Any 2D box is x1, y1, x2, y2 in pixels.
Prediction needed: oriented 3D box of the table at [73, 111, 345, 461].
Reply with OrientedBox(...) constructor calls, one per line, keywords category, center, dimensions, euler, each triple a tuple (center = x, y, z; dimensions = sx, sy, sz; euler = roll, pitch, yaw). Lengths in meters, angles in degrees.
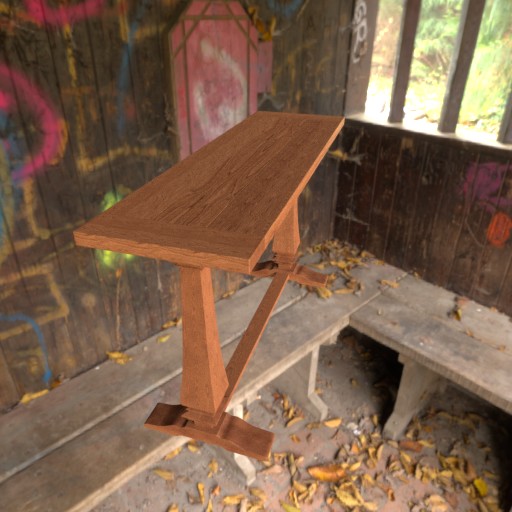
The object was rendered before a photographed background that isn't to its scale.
OrientedBox(category="table", center=(0.000, 0.000, 1.829), dimensions=(0.461, 0.852, 1.478), euler=(9, 31, 15))
